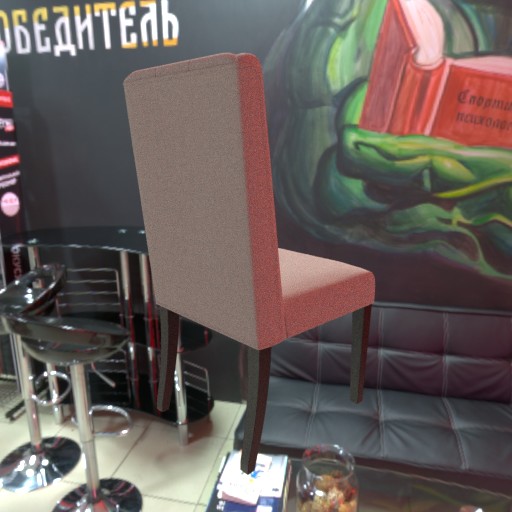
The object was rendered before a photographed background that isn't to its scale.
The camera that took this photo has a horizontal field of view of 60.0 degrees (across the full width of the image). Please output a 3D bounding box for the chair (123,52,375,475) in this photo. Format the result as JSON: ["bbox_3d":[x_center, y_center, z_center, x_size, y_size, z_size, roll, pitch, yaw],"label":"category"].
[{"bbox_3d":[0.000,0.000,1.255,0.474,0.961,0.523,14,20,43],"label":"chair"}]
